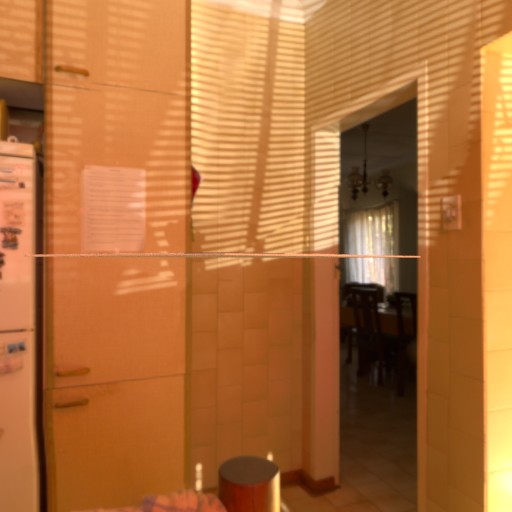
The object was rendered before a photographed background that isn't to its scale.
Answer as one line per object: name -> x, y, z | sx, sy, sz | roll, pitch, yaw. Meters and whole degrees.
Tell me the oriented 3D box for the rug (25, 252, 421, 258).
rug -> 0.000, 0.000, 3.073 | 1.521, 0.015, 2.436 | 0, -1, 37
